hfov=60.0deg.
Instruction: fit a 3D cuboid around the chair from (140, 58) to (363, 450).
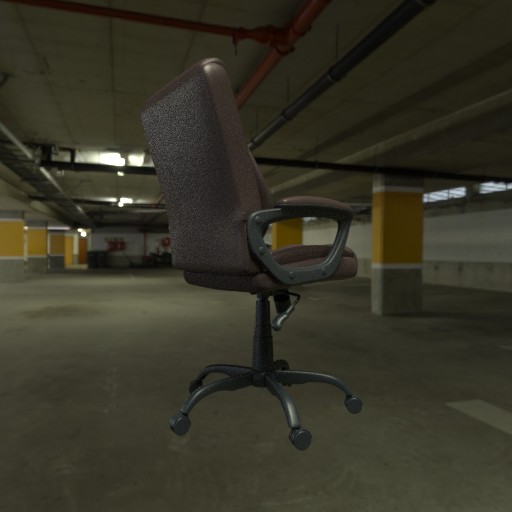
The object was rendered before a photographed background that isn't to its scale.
[{"bbox_3d":[0.000,0.000,1.497,0.655,1.072,0.615,0,1,-35],"label":"chair"}]
